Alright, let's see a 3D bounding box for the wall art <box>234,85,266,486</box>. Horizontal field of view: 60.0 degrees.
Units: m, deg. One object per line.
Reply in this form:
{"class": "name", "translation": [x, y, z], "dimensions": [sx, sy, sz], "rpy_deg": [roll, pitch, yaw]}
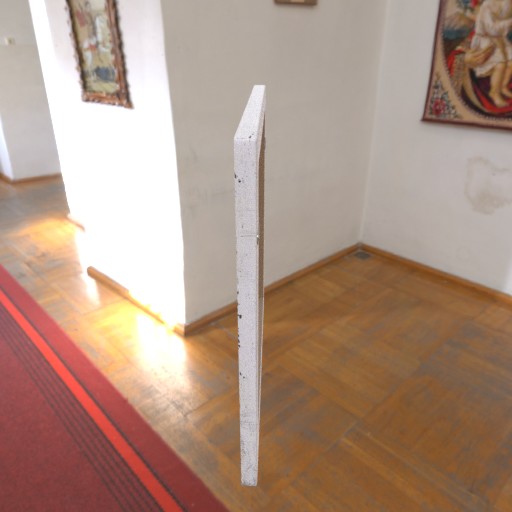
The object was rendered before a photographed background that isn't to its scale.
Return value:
{"class": "wall art", "translation": [0.000, 0.000, 1.149], "dimensions": [0.038, 0.762, 0.762], "rpy_deg": [1, 26, 2]}
